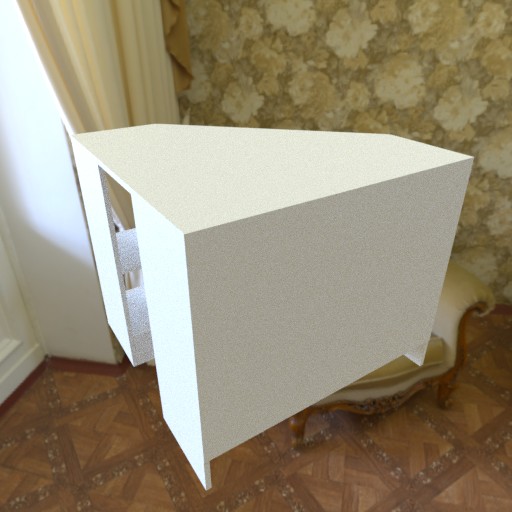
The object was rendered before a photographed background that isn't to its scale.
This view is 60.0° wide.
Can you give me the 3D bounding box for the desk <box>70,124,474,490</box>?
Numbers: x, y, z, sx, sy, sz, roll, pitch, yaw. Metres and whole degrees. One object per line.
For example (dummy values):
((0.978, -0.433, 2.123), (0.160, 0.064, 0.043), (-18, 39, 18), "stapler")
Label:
((0.000, 0.000, 1.627), (0.940, 0.818, 0.926), (-18, 34, -28), "desk")
